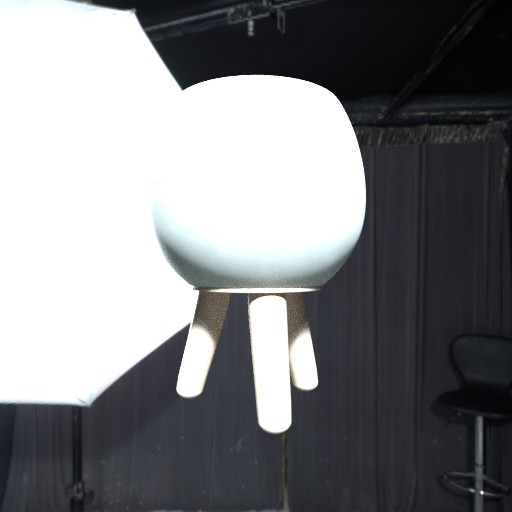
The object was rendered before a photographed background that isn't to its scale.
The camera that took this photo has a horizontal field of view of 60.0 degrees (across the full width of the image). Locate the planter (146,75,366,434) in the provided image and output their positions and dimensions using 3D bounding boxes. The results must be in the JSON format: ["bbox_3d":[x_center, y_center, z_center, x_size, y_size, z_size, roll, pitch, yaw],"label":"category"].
[{"bbox_3d":[0.000,0.000,0.335,0.161,0.224,0.161,0,-1,0],"label":"planter"}]
